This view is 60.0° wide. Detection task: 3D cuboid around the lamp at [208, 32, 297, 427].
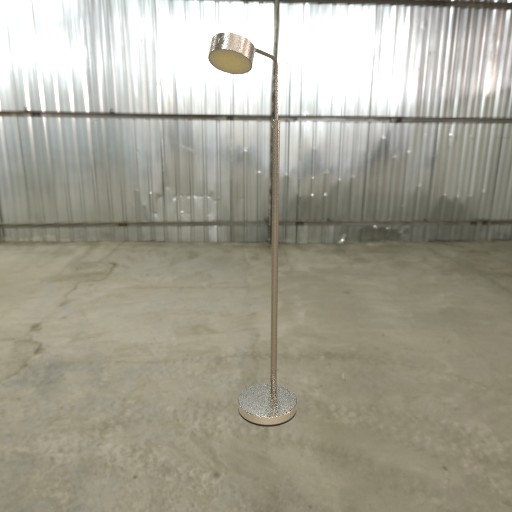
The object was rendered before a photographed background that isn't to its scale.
[{"bbox_3d":[0.000,0.000,1.438,0.222,1.250,0.421,7,17,25],"label":"lamp"}]
